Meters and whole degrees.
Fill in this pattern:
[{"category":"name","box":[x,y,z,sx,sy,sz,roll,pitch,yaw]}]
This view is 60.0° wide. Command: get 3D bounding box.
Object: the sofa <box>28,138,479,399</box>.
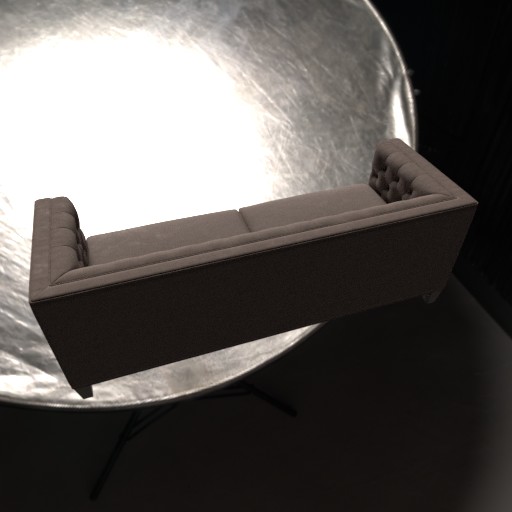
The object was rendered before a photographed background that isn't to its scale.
[{"category":"sofa","box":[0.000,0.000,2.523,2.159,0.762,0.775,-13,43,-14]}]
